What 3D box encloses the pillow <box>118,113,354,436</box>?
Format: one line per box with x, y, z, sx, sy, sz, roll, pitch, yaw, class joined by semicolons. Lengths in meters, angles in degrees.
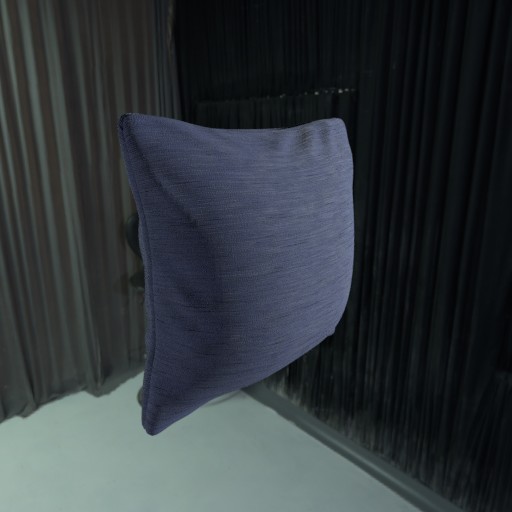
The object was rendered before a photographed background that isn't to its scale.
0.000;0.000;0.685;0.246;0.414;0.432;15;22;42;pillow
